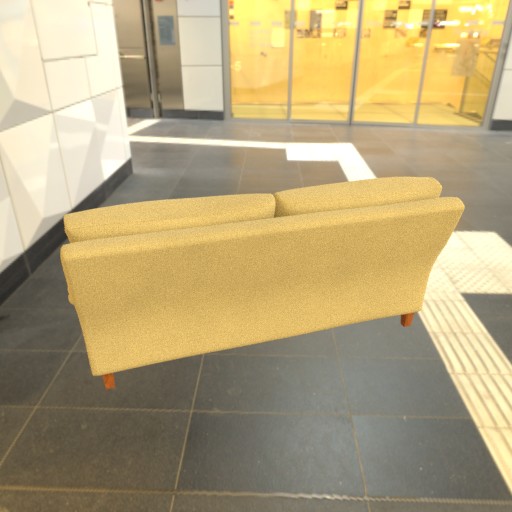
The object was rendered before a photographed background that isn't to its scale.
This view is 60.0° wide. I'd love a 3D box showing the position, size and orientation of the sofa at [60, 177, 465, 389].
[{"bbox_3d":[0.000,0.000,2.698,2.070,0.997,1.091,-8,28,-16],"label":"sofa"}]
